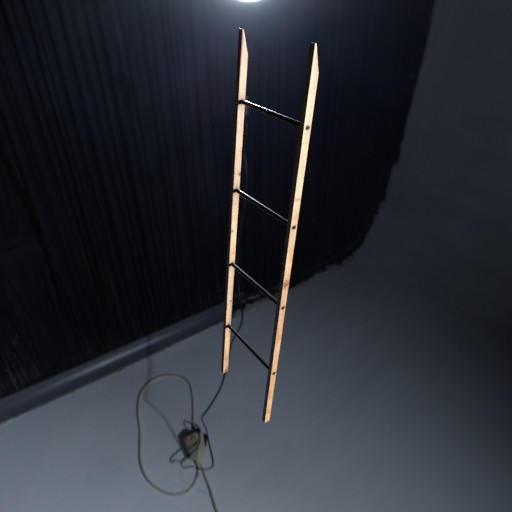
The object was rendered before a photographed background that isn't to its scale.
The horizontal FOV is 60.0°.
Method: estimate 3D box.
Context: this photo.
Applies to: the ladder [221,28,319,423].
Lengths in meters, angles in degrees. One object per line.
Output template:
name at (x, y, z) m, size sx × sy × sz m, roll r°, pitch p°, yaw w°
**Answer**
ladder at (0.000, 0.000, 2.020) m, size 0.200 × 1.805 × 0.442 m, roll -22°, pitch 40°, yaw -29°
